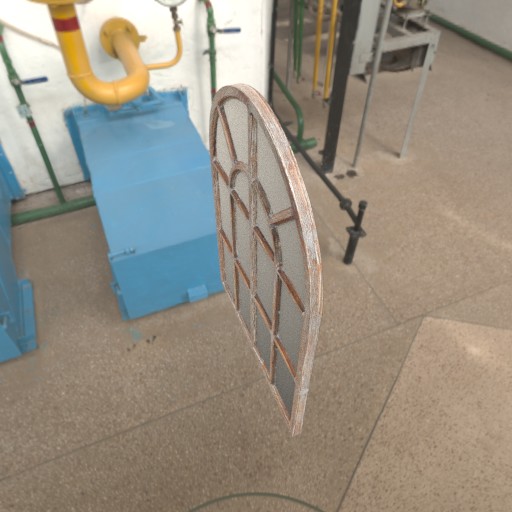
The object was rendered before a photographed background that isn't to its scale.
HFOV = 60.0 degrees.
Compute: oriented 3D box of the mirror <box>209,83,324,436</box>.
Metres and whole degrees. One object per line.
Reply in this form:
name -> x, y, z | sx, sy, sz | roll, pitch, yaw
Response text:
mirror -> 0.000, 0.000, 1.218 | 0.032, 0.920, 0.660 | -16, 48, -15
